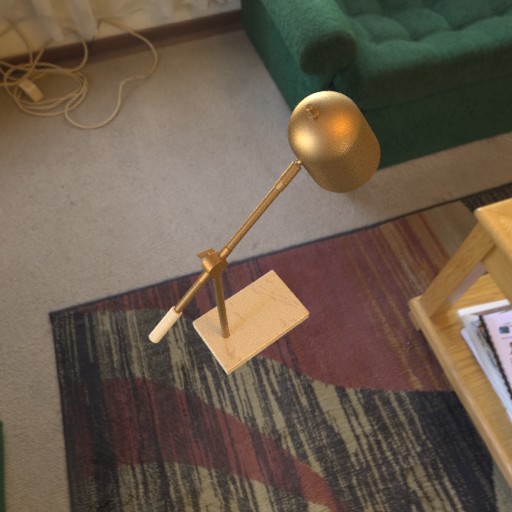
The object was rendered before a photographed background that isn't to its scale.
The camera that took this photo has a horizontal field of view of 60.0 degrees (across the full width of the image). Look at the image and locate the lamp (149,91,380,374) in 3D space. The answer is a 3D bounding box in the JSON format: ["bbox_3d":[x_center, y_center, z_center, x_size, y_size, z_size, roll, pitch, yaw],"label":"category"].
[{"bbox_3d":[0.000,0.000,0.816,0.471,0.603,0.144,-32,65,-18],"label":"lamp"}]
